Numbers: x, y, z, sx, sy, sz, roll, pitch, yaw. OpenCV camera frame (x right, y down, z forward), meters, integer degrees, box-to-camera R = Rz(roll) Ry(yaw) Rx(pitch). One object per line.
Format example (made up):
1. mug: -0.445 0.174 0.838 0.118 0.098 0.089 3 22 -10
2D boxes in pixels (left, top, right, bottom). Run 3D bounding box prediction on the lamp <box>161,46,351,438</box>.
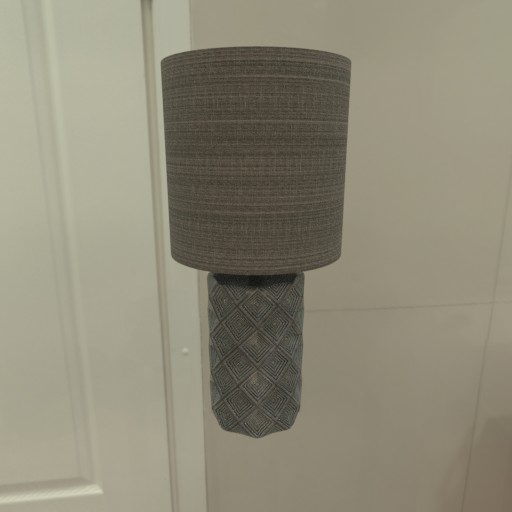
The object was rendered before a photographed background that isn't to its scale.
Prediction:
1. lamp: 0.000 0.000 0.708 0.268 0.566 0.269 -2 15 -7
